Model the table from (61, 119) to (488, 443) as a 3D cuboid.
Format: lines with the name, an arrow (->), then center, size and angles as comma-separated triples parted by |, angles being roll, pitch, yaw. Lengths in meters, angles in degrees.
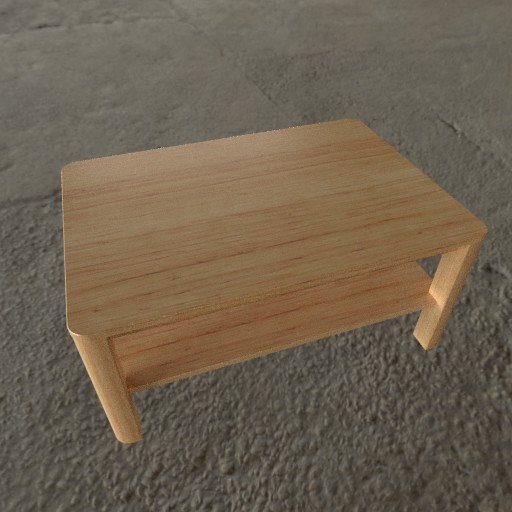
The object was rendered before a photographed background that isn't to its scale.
table -> 0.000, 0.000, 1.353 | 0.997, 0.445, 0.696 | -13, 43, -14
